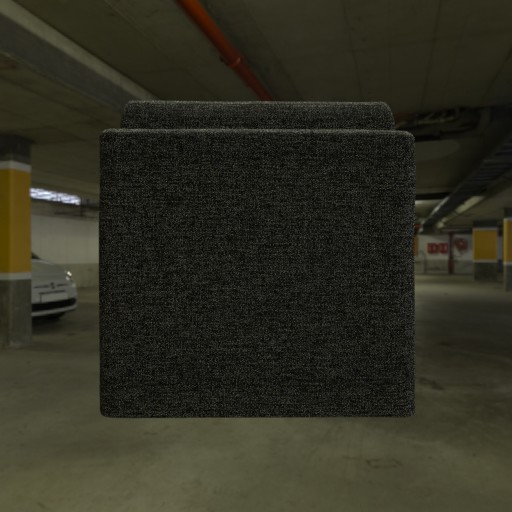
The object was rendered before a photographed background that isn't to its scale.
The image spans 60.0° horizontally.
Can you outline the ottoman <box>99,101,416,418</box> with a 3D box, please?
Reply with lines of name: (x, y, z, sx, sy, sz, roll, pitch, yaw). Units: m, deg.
ottoman: (0.000, 0.000, 0.827, 0.450, 0.463, 0.450, 0, 0, -1)
